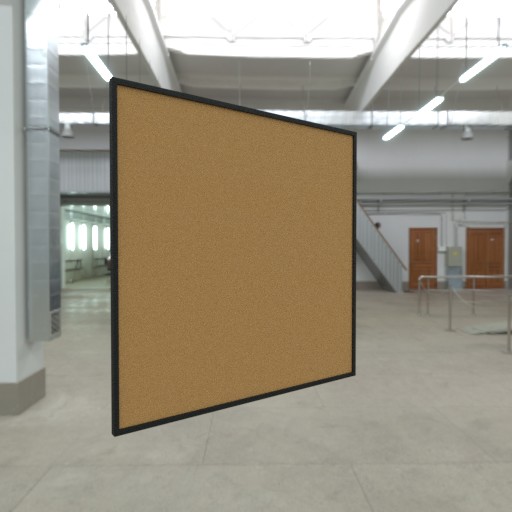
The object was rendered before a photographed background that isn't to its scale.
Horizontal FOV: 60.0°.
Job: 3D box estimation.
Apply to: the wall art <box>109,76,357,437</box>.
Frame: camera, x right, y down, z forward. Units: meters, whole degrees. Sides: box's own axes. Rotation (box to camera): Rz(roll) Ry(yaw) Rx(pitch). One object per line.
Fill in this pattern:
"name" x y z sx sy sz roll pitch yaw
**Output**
"wall art" 0.000 0.000 0.703 0.458 0.457 0.013 -1 2 -36
